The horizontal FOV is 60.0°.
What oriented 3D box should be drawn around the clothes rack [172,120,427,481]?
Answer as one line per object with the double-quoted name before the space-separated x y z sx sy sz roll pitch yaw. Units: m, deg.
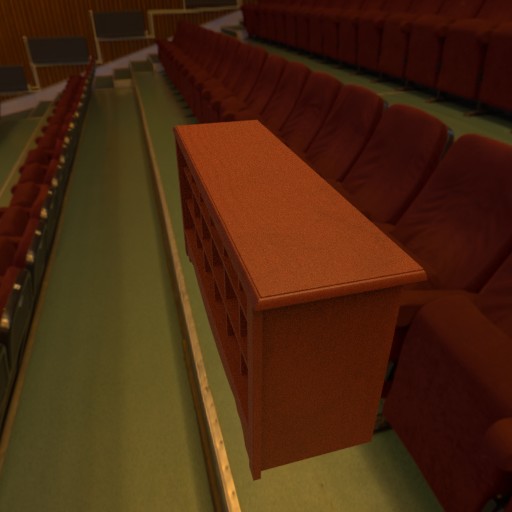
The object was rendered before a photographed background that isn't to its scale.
"clothes rack" 0.000 0.000 1.514 0.362 0.594 1.251 -9 32 -14
